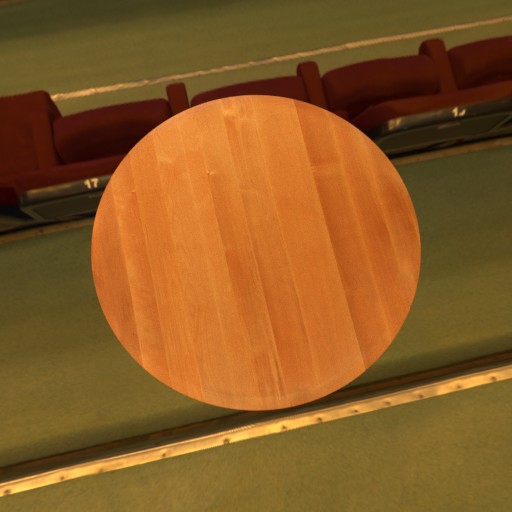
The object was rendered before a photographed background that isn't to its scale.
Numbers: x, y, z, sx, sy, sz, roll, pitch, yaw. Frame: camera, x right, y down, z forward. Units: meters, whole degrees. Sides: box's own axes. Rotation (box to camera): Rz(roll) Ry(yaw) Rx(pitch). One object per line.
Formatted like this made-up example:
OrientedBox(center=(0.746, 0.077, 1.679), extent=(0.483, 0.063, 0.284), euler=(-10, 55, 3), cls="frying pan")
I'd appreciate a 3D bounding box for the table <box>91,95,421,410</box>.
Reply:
OrientedBox(center=(0.000, 0.000, 1.401), extent=(0.900, 0.400, 0.900), euler=(0, 74, 0), cls="table")
